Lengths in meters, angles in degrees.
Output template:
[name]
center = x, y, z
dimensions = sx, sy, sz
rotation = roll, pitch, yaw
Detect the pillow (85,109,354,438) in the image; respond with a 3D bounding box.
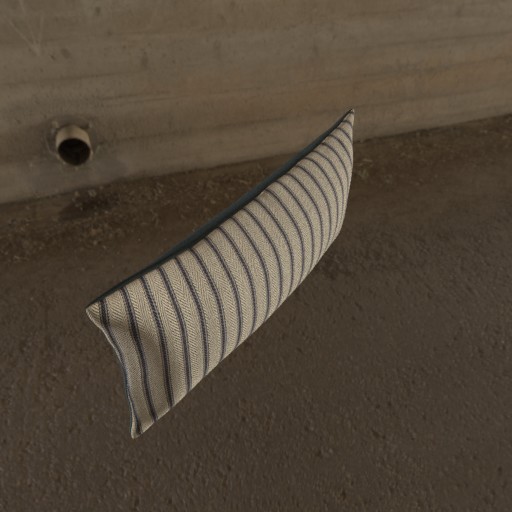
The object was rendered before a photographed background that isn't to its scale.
[pillow]
center = 0.000, 0.000, 0.742
dimensions = 0.151, 0.305, 0.609
rotation = 26, 47, 27
